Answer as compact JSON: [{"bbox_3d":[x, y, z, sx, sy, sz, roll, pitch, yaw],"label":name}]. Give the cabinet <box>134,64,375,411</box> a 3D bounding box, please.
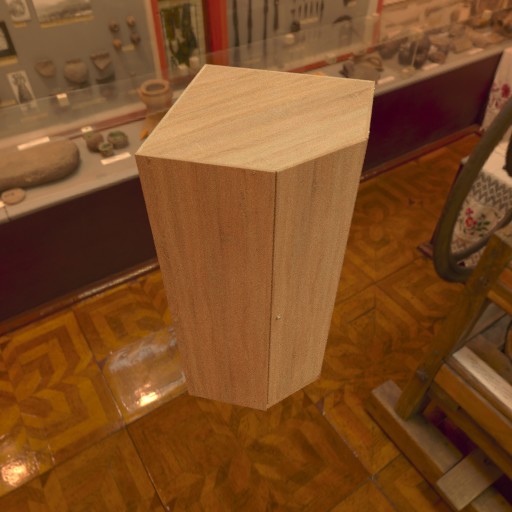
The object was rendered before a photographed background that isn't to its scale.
[{"bbox_3d":[0.000,0.000,2.913,1.327,2.120,1.094,-24,50,-21],"label":"cabinet"}]
